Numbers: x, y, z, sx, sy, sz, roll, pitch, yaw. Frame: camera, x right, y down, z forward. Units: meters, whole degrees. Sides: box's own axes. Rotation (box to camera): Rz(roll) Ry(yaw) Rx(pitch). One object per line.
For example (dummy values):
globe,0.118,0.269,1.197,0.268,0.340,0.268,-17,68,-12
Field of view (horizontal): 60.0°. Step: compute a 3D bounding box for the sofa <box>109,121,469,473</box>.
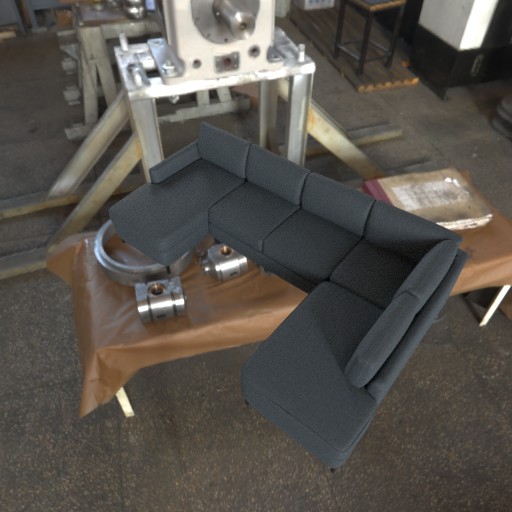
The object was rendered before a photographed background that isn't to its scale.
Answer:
sofa,0.000,0.000,3.833,2.975,0.858,1.984,31,54,26
